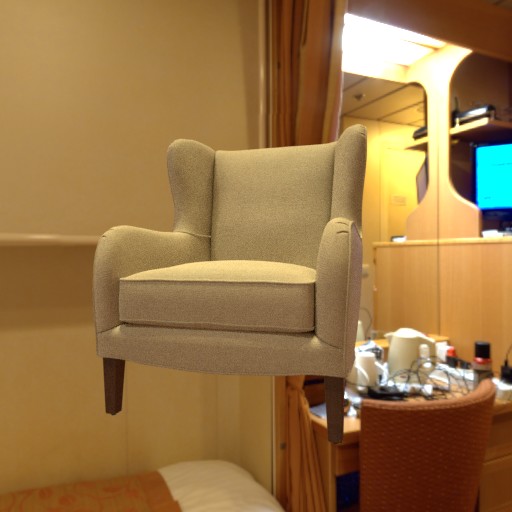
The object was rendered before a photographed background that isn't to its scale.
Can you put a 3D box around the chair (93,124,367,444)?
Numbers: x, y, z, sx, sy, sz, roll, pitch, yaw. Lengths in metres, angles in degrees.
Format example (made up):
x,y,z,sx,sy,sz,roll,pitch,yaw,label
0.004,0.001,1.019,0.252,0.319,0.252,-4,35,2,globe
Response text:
x,y,z,sx,sy,sz,roll,pitch,yaw,label
0.000,0.000,1.737,0.838,1.040,0.966,0,0,18,chair
